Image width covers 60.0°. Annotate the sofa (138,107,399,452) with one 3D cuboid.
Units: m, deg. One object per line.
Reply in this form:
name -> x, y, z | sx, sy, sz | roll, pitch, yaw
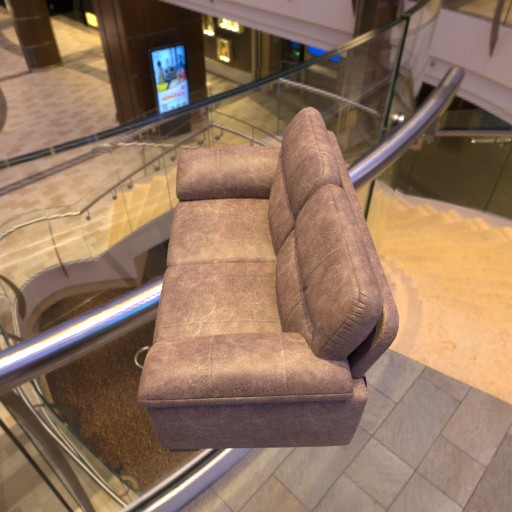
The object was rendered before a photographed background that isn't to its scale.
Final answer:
sofa -> 0.000, 0.000, 2.339 | 0.991, 0.991, 1.753 | -2, 43, -2
